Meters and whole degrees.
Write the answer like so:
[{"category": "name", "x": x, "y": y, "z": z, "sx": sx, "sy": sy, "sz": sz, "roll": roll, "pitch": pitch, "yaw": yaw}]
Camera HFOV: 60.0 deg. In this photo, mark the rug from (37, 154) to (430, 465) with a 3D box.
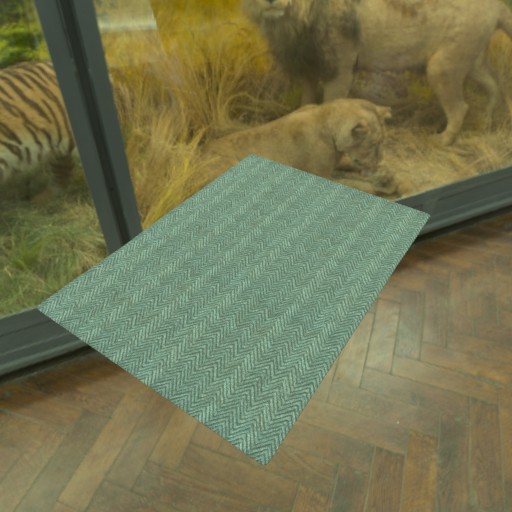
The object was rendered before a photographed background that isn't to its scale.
[{"category": "rug", "x": 0.000, "y": 0.000, "z": 5.250, "sx": 2.894, "sy": 0.011, "sz": 3.957, "roll": 25, "pitch": 47, "yaw": 25}]
